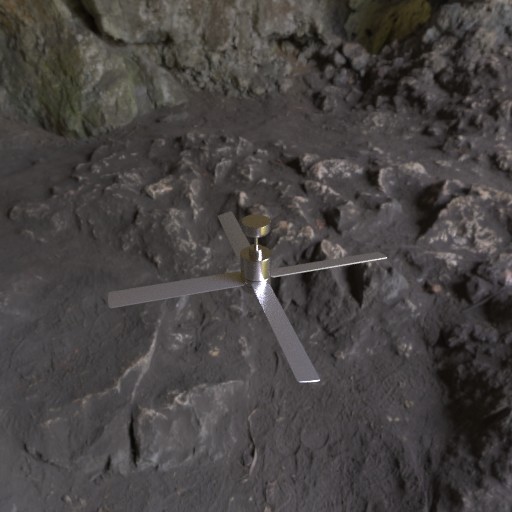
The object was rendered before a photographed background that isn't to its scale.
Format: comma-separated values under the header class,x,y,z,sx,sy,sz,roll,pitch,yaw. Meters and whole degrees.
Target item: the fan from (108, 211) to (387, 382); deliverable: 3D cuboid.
class,x,y,z,sx,sy,sz,roll,pitch,yaw
fan,0.000,0.000,1.996,1.322,0.355,1.322,-9,33,-14
